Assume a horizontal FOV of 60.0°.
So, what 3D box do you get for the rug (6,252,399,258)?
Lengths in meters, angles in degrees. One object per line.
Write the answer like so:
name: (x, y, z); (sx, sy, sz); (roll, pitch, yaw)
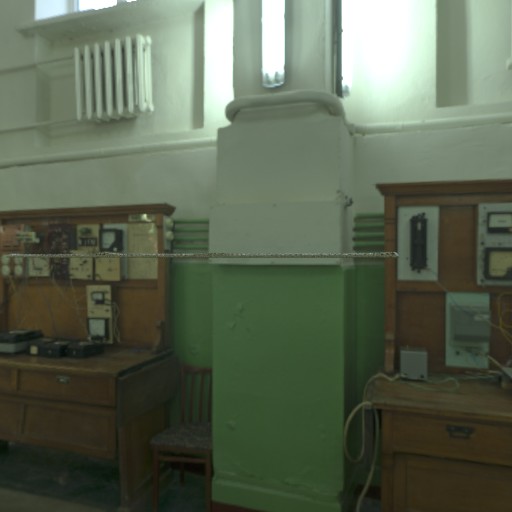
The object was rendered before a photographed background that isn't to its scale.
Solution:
rug: (0.000, 0.000, 3.951); (2.429, 0.030, 3.052); (0, 0, 18)
